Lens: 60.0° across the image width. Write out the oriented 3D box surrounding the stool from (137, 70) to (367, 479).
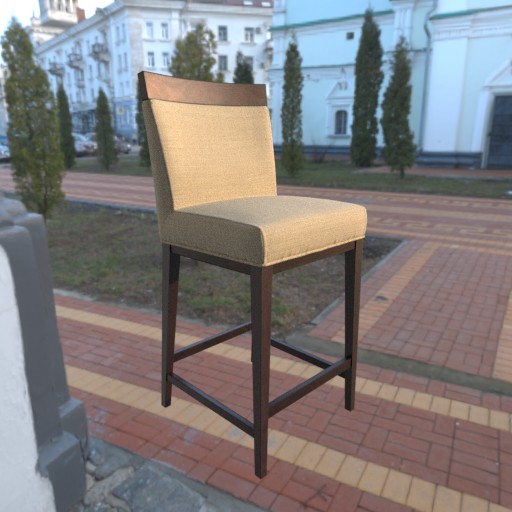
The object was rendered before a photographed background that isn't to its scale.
[{"bbox_3d":[0.000,0.000,1.445,0.511,1.117,0.531,-15,21,-43],"label":"stool"}]
